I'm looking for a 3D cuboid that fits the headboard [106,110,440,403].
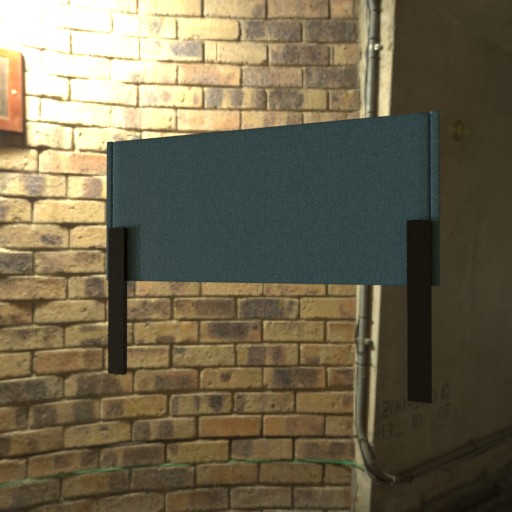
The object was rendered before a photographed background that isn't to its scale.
[{"bbox_3d":[0.000,0.000,2.675,2.051,1.524,0.184,0,0,18],"label":"headboard"}]
